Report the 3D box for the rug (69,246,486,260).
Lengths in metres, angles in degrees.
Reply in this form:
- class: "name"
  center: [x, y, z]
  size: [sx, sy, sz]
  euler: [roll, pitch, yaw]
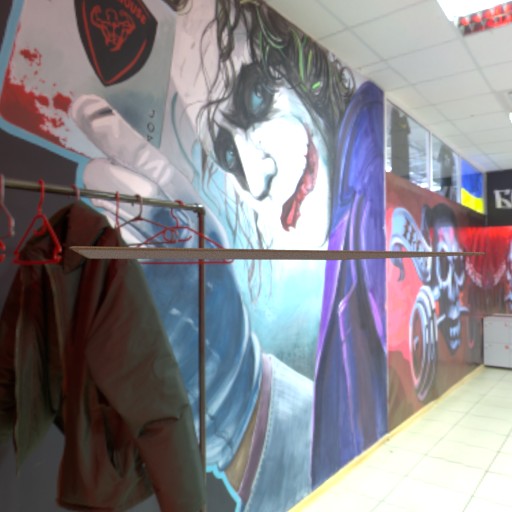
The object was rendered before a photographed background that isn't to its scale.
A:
- class: "rug"
  center: [0.000, 0.000, 4.119]
  size: [3.041, 0.020, 2.413]
  euler: [1, -2, -19]
